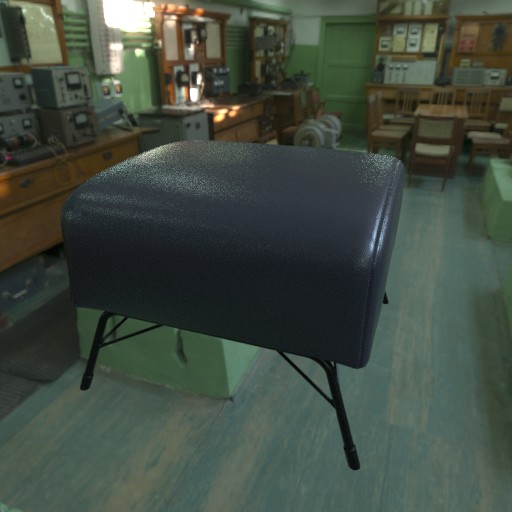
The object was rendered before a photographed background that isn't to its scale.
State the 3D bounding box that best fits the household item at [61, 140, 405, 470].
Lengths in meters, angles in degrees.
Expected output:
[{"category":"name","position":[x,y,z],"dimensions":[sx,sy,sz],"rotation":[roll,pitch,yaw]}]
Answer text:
[{"category":"household item","position":[0.000,0.000,0.898],"dimensions":[0.530,0.410,0.530],"rotation":[9,27,18]}]
